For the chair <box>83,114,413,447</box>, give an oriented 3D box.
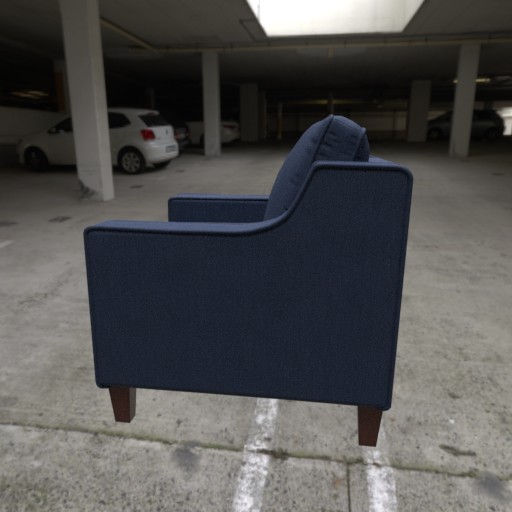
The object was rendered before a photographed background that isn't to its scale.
[{"bbox_3d":[0.000,0.000,1.627,0.909,0.960,0.831,2,15,8],"label":"chair"}]
